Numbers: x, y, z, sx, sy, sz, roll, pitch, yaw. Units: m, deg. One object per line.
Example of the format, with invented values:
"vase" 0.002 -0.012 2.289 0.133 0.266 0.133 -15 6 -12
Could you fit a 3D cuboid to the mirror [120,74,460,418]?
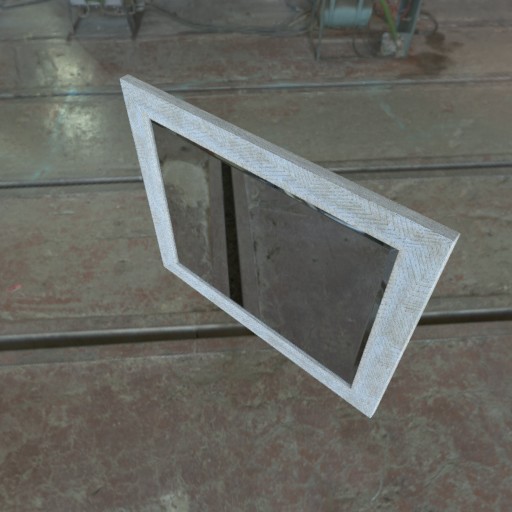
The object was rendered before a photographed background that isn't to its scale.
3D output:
"mirror" 0.000 0.000 1.137 0.839 0.689 0.028 32 56 26
